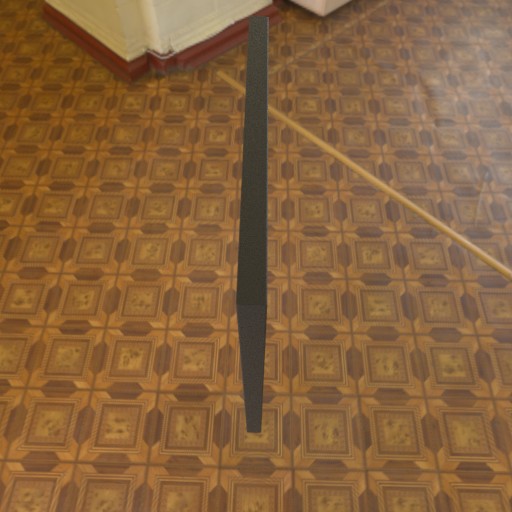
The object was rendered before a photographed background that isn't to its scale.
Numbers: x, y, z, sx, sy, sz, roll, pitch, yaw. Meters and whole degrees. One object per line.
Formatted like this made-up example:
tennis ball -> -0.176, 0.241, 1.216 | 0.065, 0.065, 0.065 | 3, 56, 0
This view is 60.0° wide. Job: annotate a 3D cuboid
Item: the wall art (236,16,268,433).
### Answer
wall art -> 0.000, 0.000, 0.745 | 0.028, 0.558, 0.457 | 1, 58, 1
